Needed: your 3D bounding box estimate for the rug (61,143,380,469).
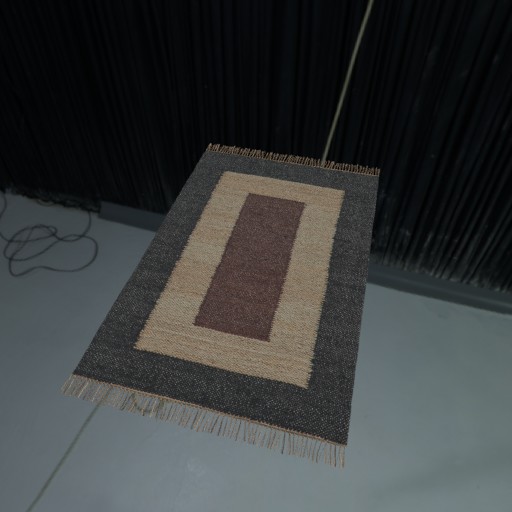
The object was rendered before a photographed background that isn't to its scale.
[{"bbox_3d":[0.000,0.000,2.465,1.224,0.027,2.021,11,48,10],"label":"rug"}]
